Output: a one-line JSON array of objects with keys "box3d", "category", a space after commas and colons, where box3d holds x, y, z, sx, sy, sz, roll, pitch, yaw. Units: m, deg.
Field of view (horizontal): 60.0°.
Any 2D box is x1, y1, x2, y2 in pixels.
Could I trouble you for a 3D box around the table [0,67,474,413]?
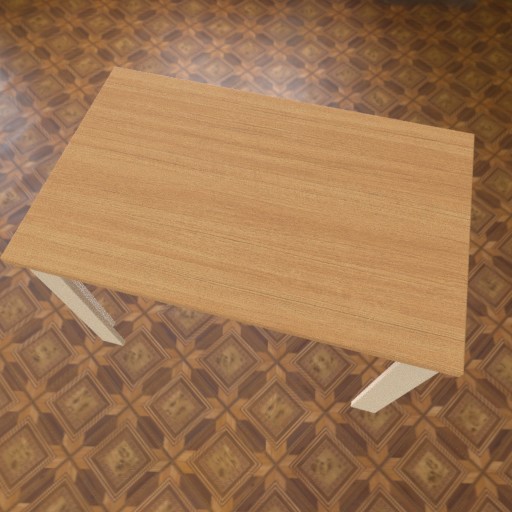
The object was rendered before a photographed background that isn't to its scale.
[{"box3d": [0.000, 0.000, 1.491, 1.100, 0.734, 0.700, 13, 63, 7], "category": "table"}]
